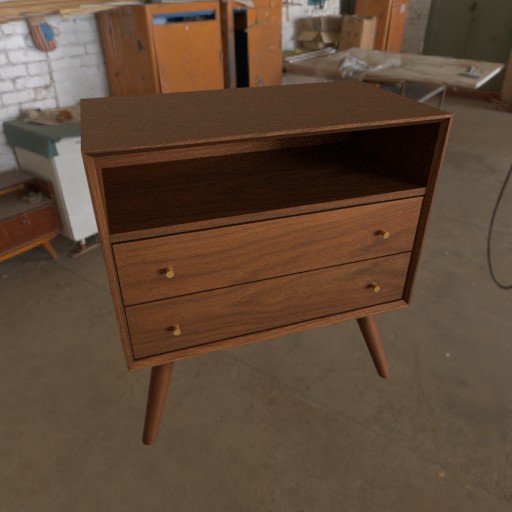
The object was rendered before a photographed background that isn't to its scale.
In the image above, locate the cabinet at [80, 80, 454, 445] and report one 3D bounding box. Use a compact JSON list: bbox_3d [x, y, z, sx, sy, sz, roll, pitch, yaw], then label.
[{"bbox_3d":[0.000,0.000,1.139,0.712,0.748,0.388,-10,33,-16],"label":"cabinet"}]
